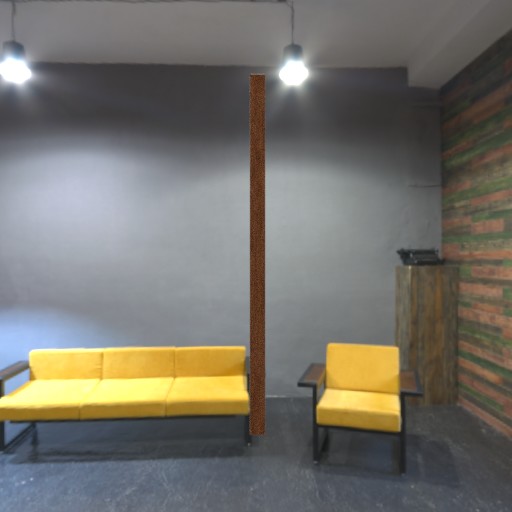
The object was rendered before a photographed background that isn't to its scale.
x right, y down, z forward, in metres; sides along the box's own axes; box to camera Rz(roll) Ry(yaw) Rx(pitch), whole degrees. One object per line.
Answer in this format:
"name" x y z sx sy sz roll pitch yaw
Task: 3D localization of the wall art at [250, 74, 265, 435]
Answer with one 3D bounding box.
"wall art" 0.000 0.000 0.977 0.021 0.480 0.780 0 0 0
